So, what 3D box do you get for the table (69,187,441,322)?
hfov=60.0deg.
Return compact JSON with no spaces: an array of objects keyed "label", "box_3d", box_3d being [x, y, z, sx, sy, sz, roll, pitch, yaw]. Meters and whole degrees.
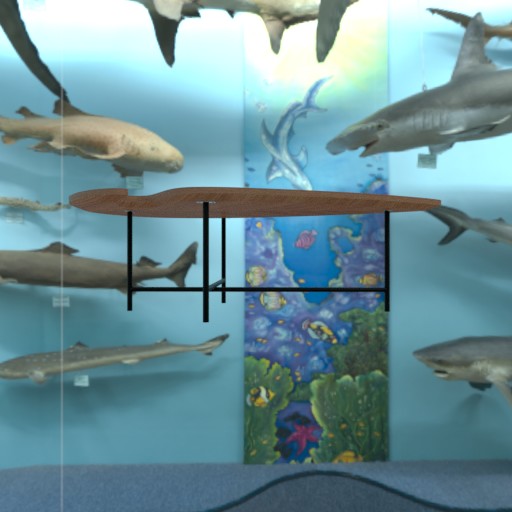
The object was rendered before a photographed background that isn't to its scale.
[{"label":"table","box_3d":[0.000,0.000,1.450,1.199,0.360,0.598,0,0,1]}]
